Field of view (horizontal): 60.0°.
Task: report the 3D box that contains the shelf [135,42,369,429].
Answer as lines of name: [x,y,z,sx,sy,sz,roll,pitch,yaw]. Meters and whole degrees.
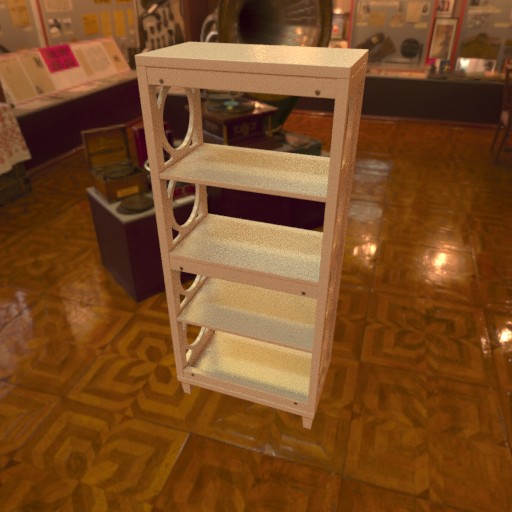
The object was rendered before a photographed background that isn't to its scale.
shelf: [0.000,0.000,1.675,0.611,1.411,0.340,11,33,16]
